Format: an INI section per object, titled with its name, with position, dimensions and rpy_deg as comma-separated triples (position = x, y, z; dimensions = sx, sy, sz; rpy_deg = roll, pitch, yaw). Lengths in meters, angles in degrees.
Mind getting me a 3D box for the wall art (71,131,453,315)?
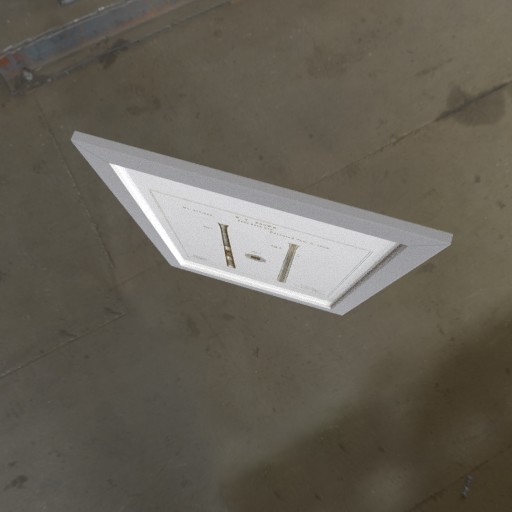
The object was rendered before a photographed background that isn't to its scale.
[wall art]
position = 0.000, 0.000, 0.674
dimensions = 0.374, 0.529, 0.012
rpy_deg = 16, 76, 4
